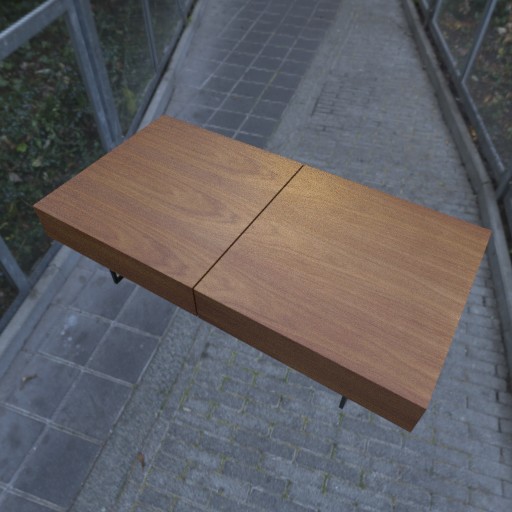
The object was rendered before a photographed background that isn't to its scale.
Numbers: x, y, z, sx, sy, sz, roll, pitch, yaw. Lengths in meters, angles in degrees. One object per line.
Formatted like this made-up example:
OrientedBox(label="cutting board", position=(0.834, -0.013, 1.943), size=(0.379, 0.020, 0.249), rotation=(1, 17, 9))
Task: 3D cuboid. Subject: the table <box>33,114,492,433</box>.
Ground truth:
OrientedBox(label="table", position=(0.000, 0.000, 1.412), size=(1.194, 0.330, 0.610), rotation=(25, 52, 21))
